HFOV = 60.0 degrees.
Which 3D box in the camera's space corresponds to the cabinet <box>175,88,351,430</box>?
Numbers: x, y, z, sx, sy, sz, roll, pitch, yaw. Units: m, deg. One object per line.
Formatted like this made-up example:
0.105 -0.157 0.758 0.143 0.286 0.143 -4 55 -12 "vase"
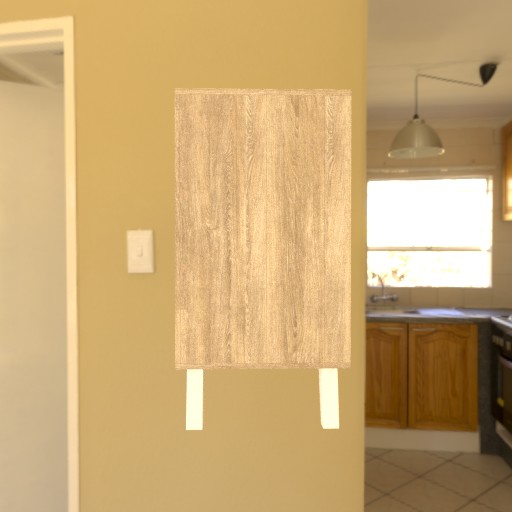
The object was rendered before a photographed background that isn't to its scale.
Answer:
0.000 0.000 1.931 0.450 0.870 1.600 0 1 -1 "cabinet"
